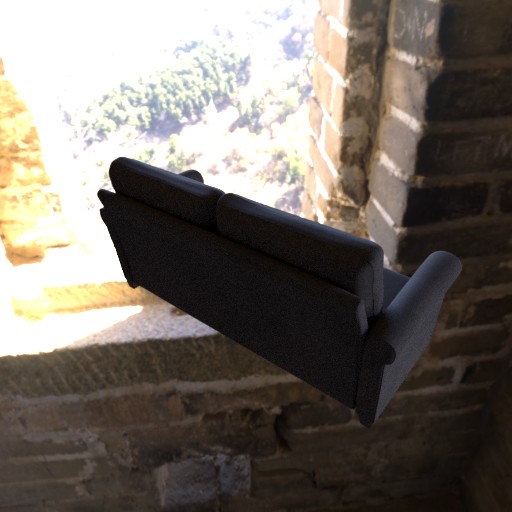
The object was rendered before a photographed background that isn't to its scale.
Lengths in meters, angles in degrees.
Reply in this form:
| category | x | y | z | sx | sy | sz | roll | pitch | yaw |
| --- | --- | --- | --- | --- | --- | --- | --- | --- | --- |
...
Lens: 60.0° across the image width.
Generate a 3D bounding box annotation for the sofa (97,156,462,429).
| category | x | y | z | sx | sy | sz | roll | pitch | yaw |
| --- | --- | --- | --- | --- | --- | --- | --- | --- | --- |
| sofa | 0.000 | 0.000 | 2.477 | 1.935 | 0.942 | 0.842 | 23 | 39 | 32 |
